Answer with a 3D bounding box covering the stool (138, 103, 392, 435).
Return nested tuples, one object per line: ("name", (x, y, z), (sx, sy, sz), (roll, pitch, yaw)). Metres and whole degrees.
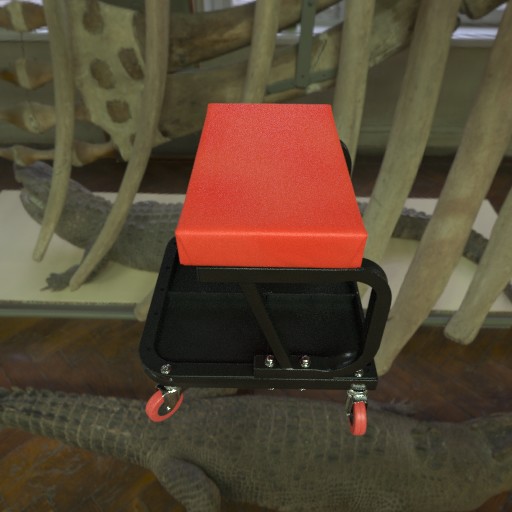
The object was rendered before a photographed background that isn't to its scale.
("stool", (0.000, 0.000, 0.741), (0.371, 0.380, 0.446), (1, 40, 1))
